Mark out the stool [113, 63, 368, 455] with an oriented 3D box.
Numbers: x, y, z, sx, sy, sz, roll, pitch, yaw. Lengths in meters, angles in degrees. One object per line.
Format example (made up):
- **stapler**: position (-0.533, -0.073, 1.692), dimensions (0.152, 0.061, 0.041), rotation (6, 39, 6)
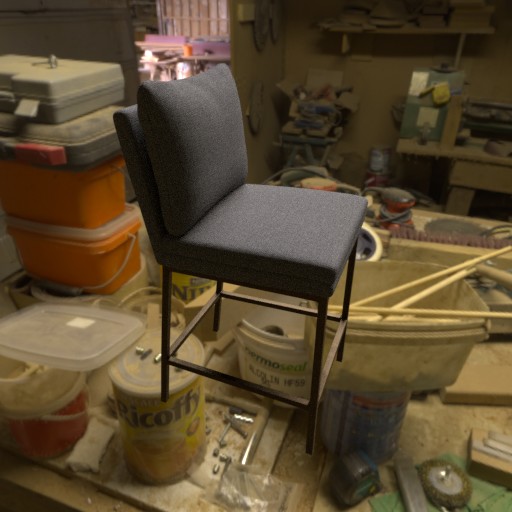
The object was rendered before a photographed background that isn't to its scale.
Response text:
- **stool**: position (0.000, 0.000, 1.339), dimensions (0.569, 1.031, 0.463), rotation (11, 32, 18)
